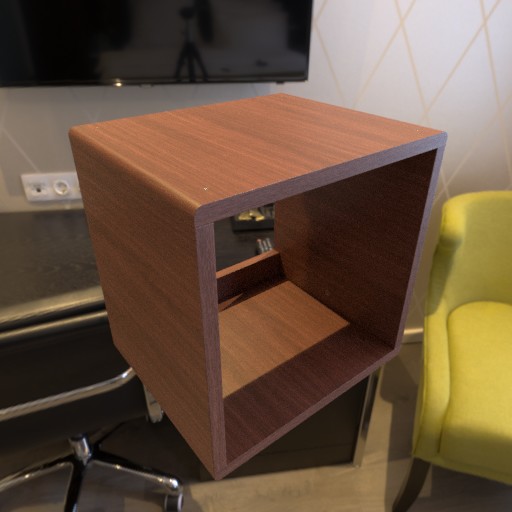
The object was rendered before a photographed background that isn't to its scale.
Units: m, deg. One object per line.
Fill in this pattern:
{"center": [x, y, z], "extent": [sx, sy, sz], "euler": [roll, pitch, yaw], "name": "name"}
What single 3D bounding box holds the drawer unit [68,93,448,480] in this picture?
{"center": [0.000, 0.000, 0.616], "extent": [0.349, 0.351, 0.290], "euler": [-22, 37, -32], "name": "drawer unit"}
